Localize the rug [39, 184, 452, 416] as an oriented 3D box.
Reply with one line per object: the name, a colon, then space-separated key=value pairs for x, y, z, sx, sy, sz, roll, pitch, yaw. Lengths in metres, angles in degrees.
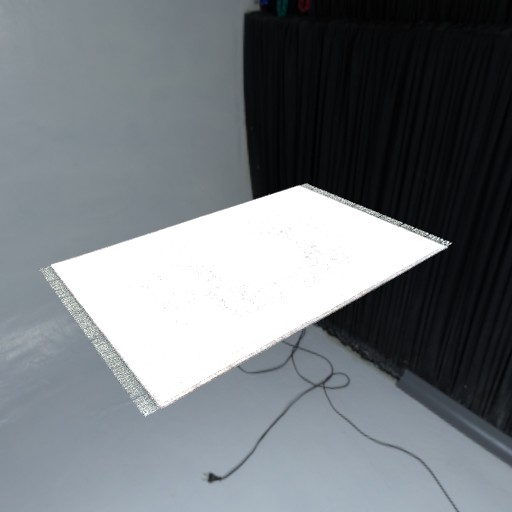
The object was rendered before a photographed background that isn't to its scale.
rug: x=0.000 y=0.000 z=3.055 sx=2.440 sy=0.010 sz=1.528 roll=-22 pitch=37 yaw=-33
